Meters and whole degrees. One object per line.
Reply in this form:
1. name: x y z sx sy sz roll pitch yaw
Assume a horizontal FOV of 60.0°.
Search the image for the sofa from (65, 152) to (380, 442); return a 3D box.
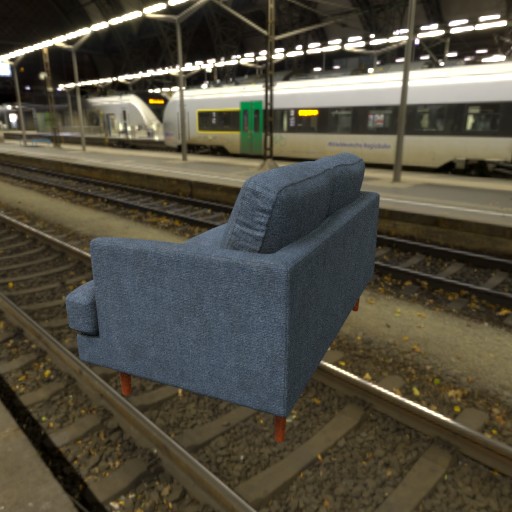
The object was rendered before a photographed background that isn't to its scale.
1. sofa: 0.000 0.000 2.163 0.903 0.944 1.582 7 18 23
